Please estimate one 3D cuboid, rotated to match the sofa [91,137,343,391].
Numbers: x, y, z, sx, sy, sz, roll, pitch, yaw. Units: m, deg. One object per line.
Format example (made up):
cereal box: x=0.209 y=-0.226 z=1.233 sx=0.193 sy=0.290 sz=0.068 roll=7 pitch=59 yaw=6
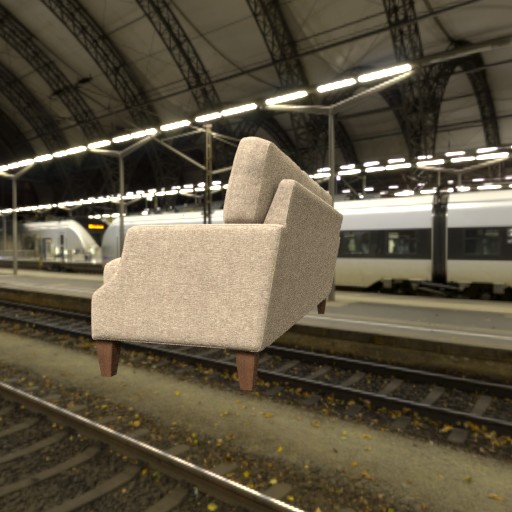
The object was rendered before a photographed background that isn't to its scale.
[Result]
sofa: x=0.000 y=0.000 z=2.737 sx=0.888 sy=0.984 sz=2.115 roll=0 pitch=1 yaw=16
